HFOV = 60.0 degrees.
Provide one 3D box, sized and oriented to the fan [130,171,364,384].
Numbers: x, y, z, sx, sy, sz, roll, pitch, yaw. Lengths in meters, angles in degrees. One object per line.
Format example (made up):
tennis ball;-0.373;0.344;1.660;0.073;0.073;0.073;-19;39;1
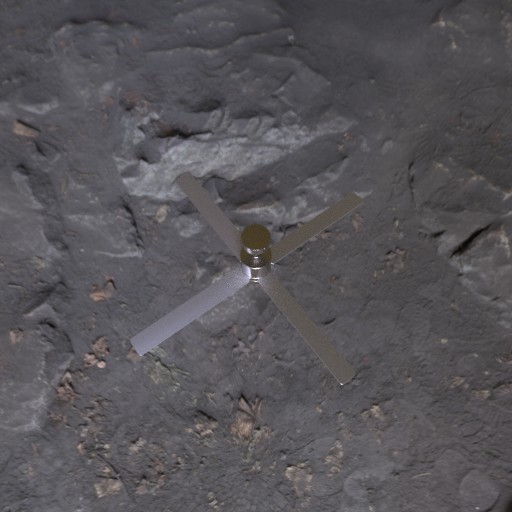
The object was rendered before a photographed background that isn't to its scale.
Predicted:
fan;0.000;0.000;2.008;1.322;0.355;1.322;-34;68;-15
